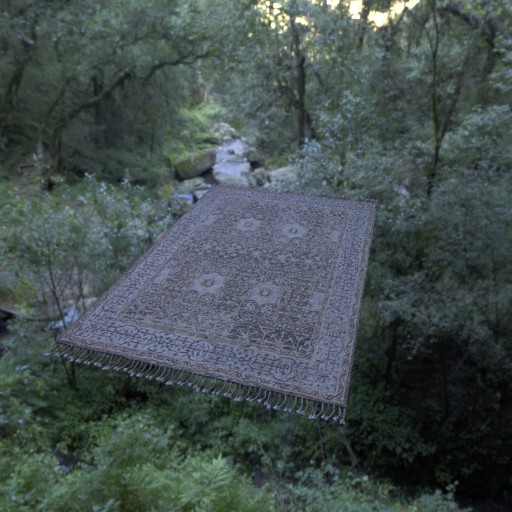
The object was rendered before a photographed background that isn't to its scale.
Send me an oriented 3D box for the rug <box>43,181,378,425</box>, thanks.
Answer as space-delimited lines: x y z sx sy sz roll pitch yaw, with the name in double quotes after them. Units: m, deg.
0.000 0.000 2.503 1.237 0.010 2.029 9 32 14 "rug"
